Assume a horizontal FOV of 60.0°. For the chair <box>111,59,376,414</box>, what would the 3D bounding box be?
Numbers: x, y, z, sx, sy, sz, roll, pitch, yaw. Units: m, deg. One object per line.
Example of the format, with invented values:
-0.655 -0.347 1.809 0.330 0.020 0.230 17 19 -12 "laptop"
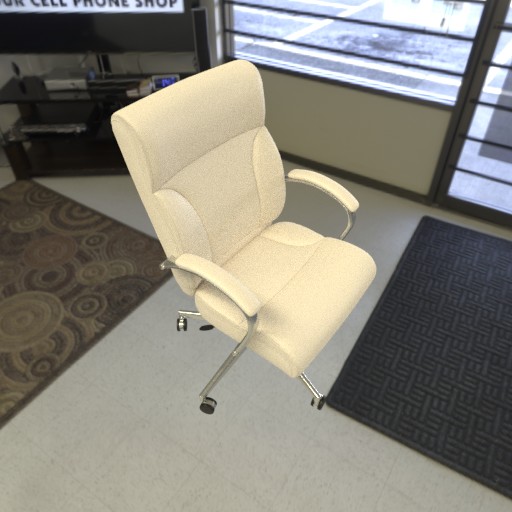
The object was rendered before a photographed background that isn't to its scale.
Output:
0.000 0.000 1.571 0.745 1.099 0.727 26 48 26 "chair"
